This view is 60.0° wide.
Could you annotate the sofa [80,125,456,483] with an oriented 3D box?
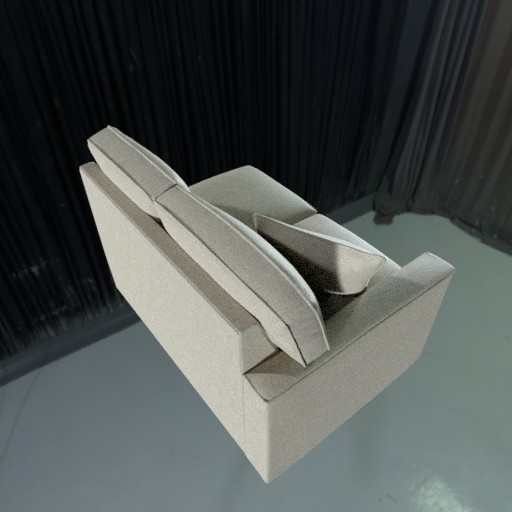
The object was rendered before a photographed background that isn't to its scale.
[{"bbox_3d":[0.000,0.000,2.039,0.991,0.989,1.388,-27,48,-28],"label":"sofa"}]
